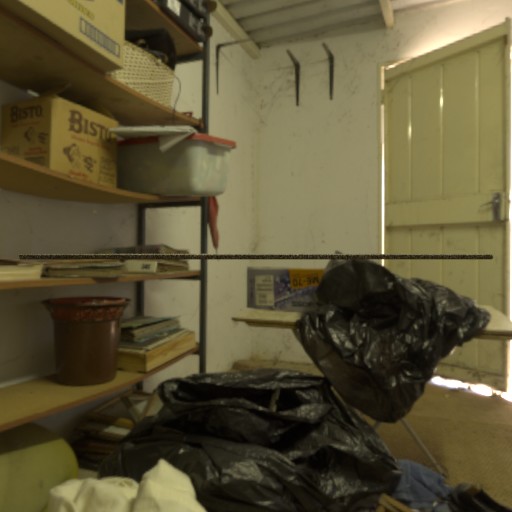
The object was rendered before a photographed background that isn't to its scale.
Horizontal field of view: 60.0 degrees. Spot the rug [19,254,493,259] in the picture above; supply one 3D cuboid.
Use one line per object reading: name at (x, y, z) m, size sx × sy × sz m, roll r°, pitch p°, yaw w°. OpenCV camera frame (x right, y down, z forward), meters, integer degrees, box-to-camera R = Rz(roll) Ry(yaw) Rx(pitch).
rug at (0.000, 0.000, 2.923) m, size 2.352 × 0.025 × 1.501 m, roll 0°, pitch 0°, yaw -1°
